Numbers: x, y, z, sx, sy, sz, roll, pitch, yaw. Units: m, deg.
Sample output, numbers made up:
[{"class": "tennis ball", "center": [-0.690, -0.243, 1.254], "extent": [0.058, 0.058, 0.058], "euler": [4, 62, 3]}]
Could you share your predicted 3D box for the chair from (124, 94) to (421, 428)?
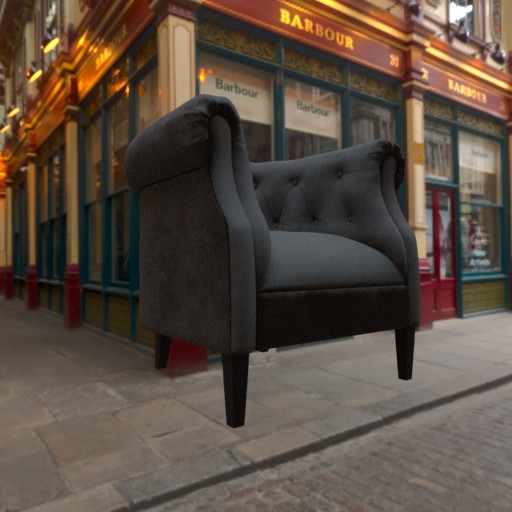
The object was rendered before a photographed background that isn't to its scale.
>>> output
[{"class": "chair", "center": [0.000, 0.000, 1.578], "extent": [0.904, 0.826, 0.851], "euler": [0, -1, -37]}]
